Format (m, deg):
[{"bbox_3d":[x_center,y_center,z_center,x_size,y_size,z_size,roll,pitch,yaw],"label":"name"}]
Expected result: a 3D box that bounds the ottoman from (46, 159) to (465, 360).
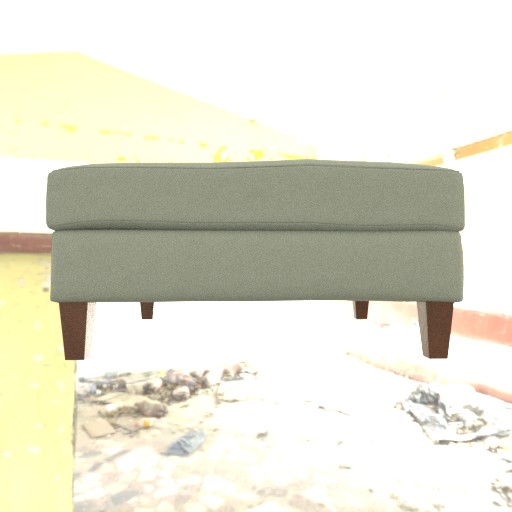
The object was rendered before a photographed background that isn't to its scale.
[{"bbox_3d":[0.000,0.000,1.422,0.991,0.494,0.842,0,-1,-1],"label":"ottoman"}]
